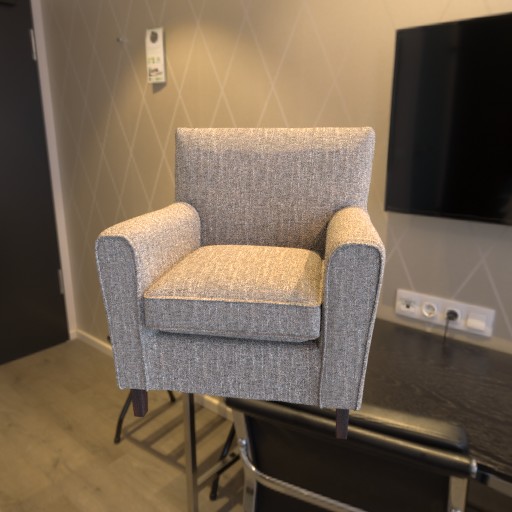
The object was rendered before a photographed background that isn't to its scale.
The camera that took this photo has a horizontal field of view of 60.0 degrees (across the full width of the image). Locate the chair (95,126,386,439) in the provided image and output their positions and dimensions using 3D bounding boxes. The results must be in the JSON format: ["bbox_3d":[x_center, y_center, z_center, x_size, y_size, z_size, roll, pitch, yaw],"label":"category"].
[{"bbox_3d":[0.000,0.000,1.628,0.864,0.928,0.873,2,15,9],"label":"chair"}]
